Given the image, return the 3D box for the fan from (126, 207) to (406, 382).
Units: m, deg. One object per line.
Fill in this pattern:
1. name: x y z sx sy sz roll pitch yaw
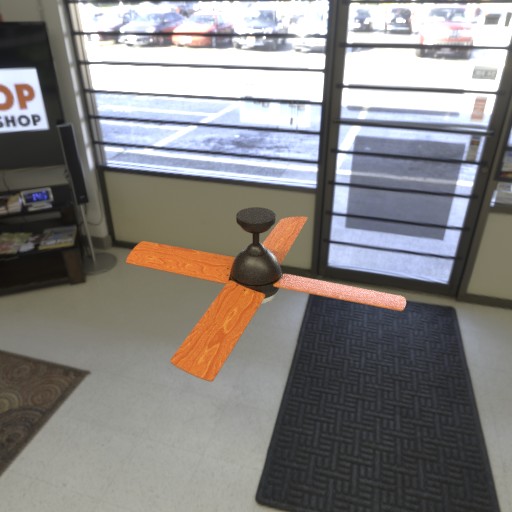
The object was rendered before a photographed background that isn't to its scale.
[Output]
1. fan: 0.000 0.000 1.999 1.332 0.403 1.332 10 31 17
